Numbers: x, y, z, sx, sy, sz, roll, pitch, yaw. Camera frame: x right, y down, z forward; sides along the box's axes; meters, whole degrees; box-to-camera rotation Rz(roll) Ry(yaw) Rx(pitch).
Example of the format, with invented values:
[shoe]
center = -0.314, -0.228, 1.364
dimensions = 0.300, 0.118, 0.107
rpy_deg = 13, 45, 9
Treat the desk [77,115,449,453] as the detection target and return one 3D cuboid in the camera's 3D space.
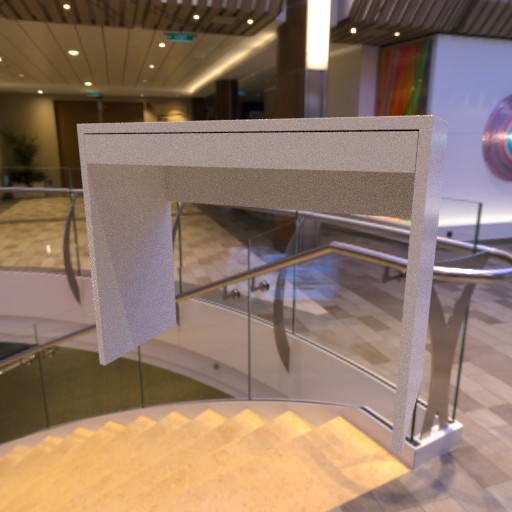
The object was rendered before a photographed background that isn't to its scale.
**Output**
[desk]
center = 0.000, 0.000, 1.378
dimensions = 1.000, 0.790, 0.400
rpy_deg = 7, 16, 26
